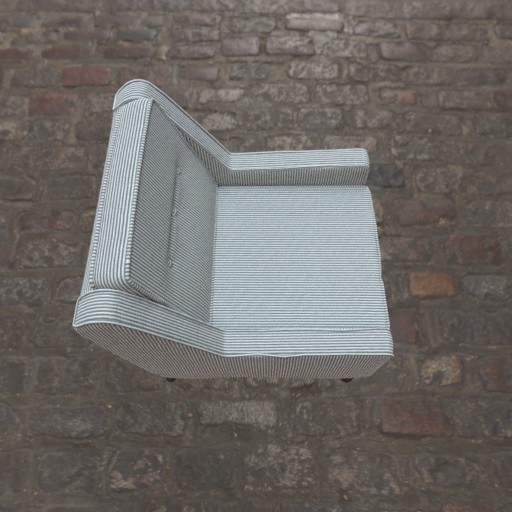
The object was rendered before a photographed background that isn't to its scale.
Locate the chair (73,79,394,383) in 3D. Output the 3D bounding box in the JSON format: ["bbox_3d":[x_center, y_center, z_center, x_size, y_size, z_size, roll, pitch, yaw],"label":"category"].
[{"bbox_3d":[0.000,0.000,1.318,0.743,0.792,0.663,0,65,0],"label":"chair"}]
